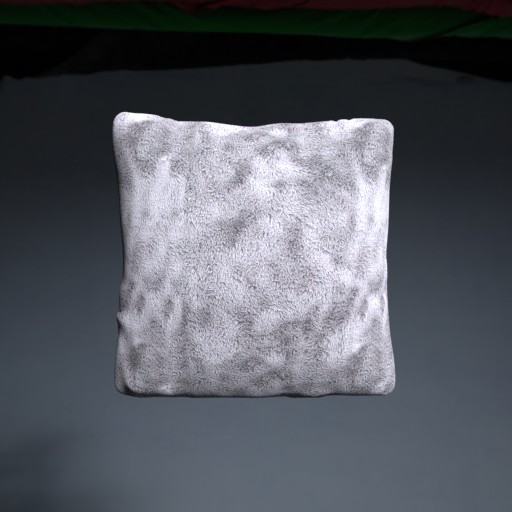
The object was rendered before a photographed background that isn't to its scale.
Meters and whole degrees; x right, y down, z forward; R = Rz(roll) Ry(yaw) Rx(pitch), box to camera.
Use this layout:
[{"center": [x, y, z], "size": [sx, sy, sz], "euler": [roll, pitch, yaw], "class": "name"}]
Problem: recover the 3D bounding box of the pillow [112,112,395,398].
[{"center": [0.000, 0.000, 0.805], "size": [0.522, 0.520, 0.204], "euler": [0, 1, -2], "class": "pillow"}]
